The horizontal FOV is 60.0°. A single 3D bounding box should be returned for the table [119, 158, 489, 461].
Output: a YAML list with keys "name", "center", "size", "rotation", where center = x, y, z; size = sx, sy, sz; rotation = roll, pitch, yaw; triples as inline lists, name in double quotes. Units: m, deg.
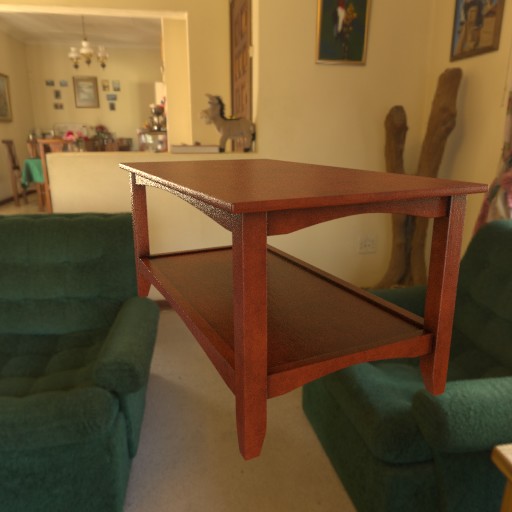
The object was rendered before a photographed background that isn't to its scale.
- name: "table"
  center: [0.000, 0.000, 1.201]
  size: [0.533, 0.456, 0.943]
  rotation: [-7, 17, -25]
